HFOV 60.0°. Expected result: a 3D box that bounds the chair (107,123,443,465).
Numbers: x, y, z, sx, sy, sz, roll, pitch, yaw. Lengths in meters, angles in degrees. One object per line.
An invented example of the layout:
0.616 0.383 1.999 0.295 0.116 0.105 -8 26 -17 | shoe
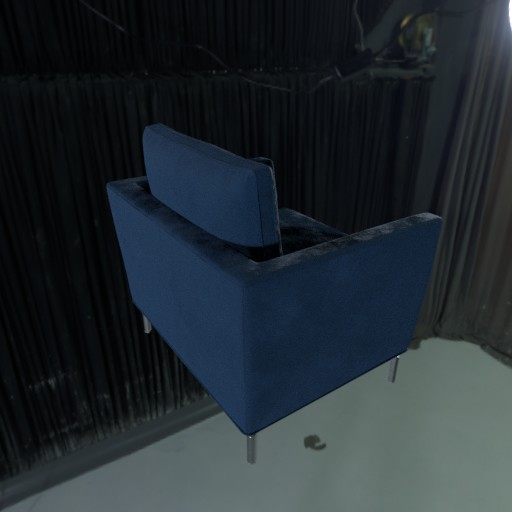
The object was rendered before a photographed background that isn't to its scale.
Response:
0.000 0.000 1.619 0.746 0.893 0.977 -17 31 -31 | chair
